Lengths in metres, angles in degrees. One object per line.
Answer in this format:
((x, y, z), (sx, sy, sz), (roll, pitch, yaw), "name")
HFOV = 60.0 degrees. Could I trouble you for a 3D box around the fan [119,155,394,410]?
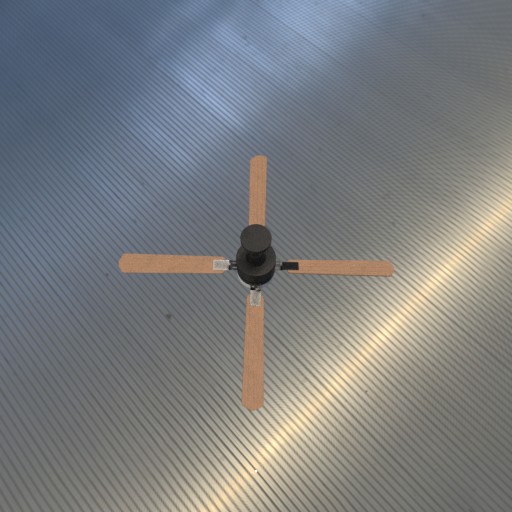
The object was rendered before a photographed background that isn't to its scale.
((0.000, 0.000, 2.029), (1.320, 0.355, 1.320), (1, 64, 1), "fan")
